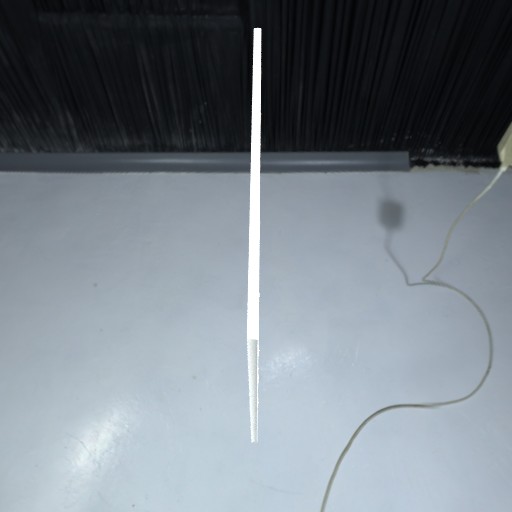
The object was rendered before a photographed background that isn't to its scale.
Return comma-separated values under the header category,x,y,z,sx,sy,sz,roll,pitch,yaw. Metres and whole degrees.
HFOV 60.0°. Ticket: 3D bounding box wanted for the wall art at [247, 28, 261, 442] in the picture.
category,x,y,z,sx,sy,sz,roll,pitch,yaw
wall art,0.000,0.000,0.871,0.013,0.584,0.584,1,57,0
